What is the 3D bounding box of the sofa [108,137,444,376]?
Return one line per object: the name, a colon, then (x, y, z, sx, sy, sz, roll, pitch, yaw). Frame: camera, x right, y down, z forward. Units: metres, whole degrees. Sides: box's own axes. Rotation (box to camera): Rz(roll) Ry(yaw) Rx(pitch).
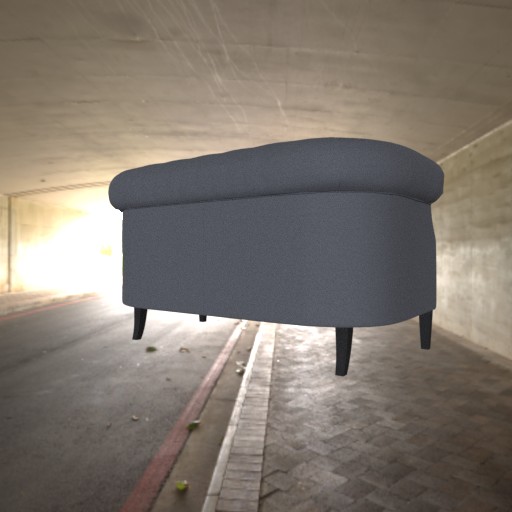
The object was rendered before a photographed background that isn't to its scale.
sofa: (0.000, 0.000, 2.072, 1.558, 0.827, 0.835, 0, 0, 36)
